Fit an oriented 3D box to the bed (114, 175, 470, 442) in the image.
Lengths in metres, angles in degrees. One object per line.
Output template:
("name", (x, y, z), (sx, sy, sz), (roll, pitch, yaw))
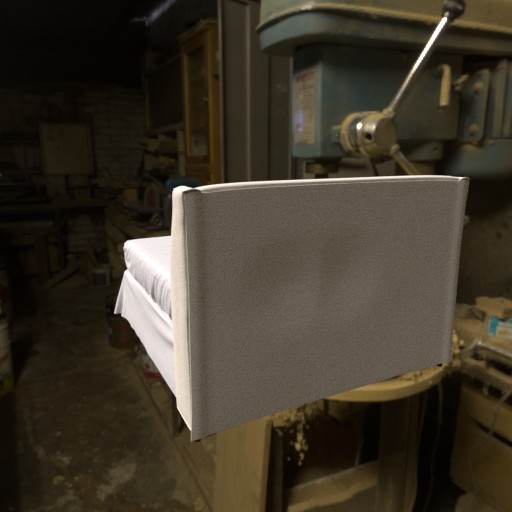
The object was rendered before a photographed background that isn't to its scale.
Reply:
("bed", (0.000, 0.000, 3.499), (1.925, 1.332, 2.276), (-7, 15, -26))
